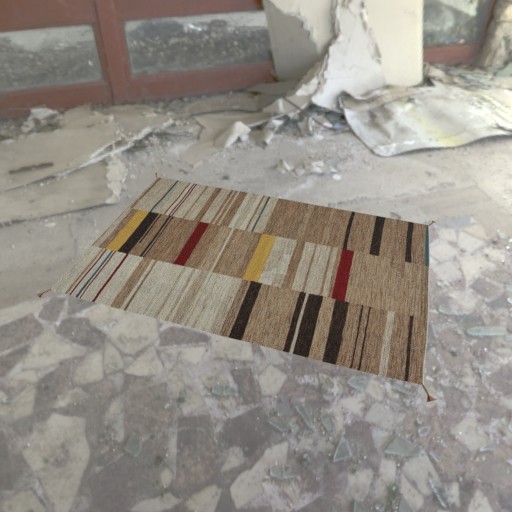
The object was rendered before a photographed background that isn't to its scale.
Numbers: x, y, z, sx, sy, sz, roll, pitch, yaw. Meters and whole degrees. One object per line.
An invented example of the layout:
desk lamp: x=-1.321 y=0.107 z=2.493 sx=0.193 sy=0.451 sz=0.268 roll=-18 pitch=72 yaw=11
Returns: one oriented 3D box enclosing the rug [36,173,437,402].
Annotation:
rug: x=0.000 y=0.000 z=2.429 sx=1.918 sy=0.007 sz=1.268 roll=12 pitch=43 yaw=13
